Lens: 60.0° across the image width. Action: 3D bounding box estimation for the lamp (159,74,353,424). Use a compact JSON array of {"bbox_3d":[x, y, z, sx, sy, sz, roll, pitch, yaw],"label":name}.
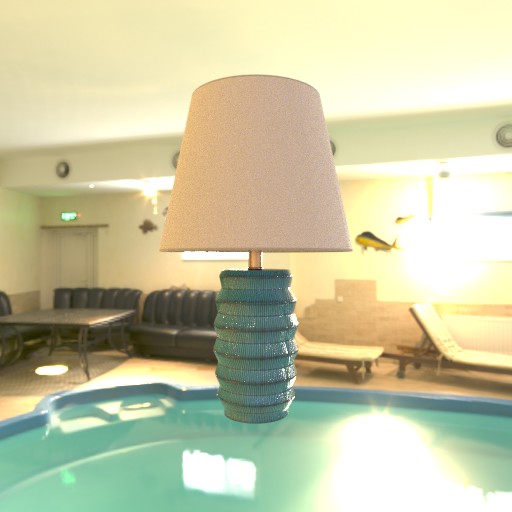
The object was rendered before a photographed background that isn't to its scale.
[{"bbox_3d":[0.000,0.000,0.829,0.355,0.582,0.355,0,0,0],"label":"lamp"}]
